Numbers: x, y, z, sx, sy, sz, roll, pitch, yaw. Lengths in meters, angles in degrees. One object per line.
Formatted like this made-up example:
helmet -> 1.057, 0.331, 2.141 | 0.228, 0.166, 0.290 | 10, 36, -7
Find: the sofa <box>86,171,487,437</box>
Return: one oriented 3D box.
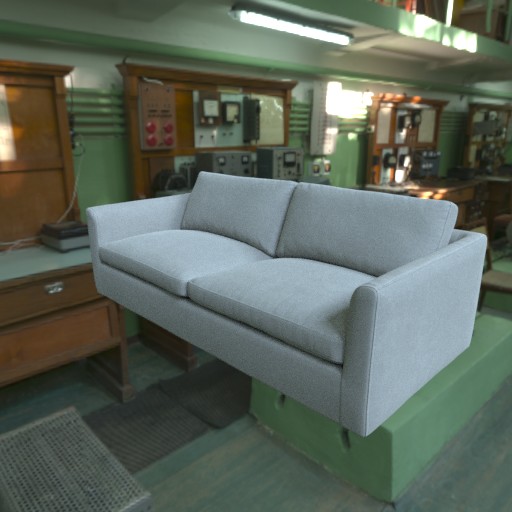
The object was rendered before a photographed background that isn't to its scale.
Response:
sofa -> 0.000, 0.000, 2.684 | 1.090, 0.838, 2.588 | -16, 22, -43
